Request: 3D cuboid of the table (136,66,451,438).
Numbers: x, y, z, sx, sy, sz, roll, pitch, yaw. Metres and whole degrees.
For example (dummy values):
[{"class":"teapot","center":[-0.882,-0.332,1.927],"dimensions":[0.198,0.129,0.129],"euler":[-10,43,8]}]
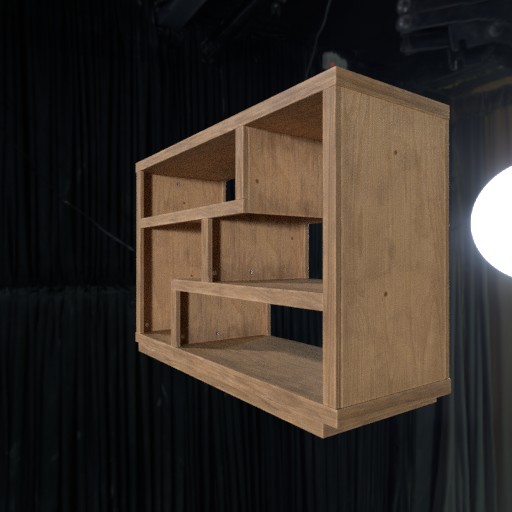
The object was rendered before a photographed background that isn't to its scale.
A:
[{"class":"table","center":[0.000,0.000,1.487],"dimensions":[0.410,0.771,1.151],"euler":[0,0,-35]}]
